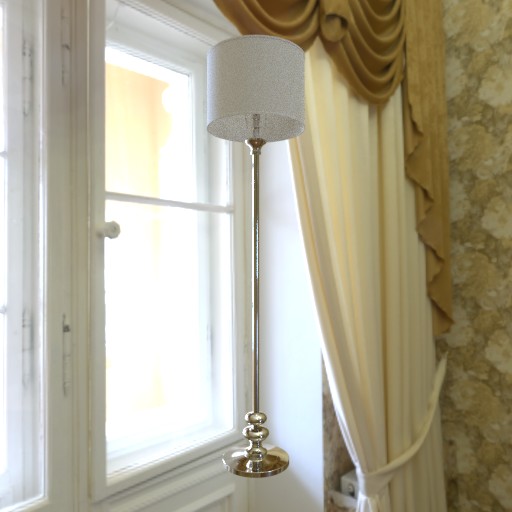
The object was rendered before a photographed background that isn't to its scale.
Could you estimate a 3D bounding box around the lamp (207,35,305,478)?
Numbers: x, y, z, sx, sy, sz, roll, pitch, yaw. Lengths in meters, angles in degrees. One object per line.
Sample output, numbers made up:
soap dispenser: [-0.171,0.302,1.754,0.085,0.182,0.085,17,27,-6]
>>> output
lamp: [0.000,0.000,1.611,0.356,1.487,0.356,0,-1,-2]
